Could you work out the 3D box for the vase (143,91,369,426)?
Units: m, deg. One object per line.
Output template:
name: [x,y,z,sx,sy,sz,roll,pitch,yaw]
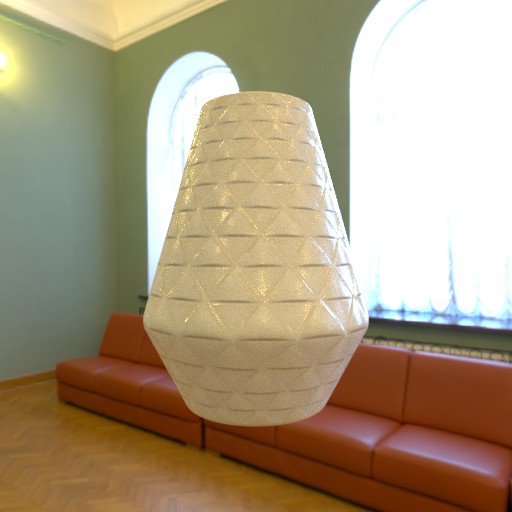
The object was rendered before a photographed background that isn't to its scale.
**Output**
vase: [0.000,0.000,0.353,0.175,0.230,0.175,0,0,0]
